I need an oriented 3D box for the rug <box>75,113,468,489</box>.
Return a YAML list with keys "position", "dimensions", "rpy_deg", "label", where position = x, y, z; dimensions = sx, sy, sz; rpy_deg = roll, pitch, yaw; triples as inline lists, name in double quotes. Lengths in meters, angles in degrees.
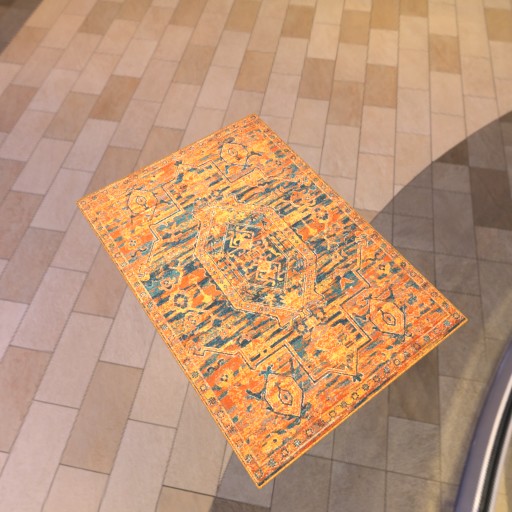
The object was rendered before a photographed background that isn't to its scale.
- position: [0.000, 0.000, 3.804]
  dimensions: [2.043, 0.019, 2.916]
  rpy_deg: [-32, 64, -17]
  label: "rug"
